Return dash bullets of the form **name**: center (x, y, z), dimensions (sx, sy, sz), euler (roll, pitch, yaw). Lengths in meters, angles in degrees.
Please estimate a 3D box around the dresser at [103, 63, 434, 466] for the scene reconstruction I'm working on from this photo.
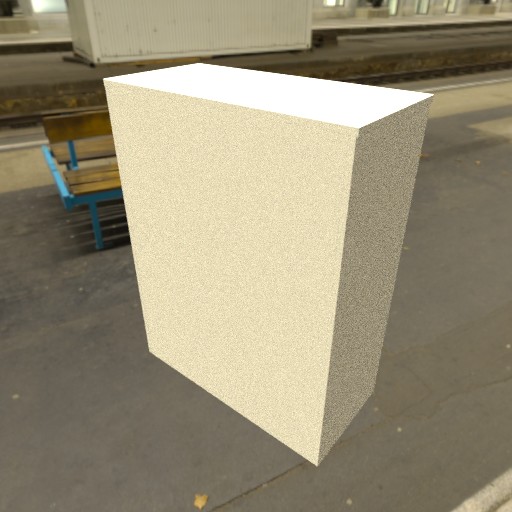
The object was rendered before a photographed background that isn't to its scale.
- **dresser**: center (0.000, 0.000, 1.429), dimensions (0.800, 1.040, 0.380), euler (23, 38, 33)
